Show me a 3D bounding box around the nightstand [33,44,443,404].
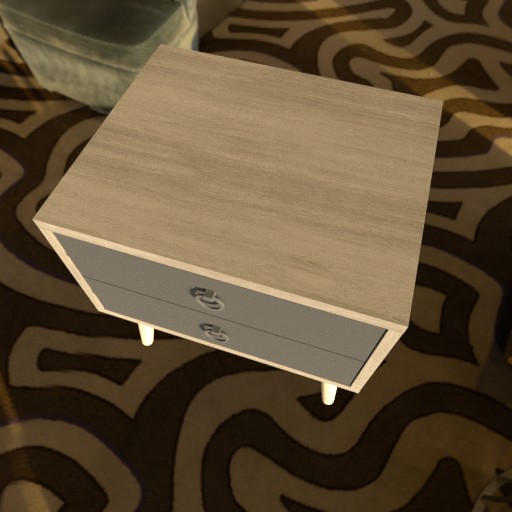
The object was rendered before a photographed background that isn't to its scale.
[{"bbox_3d":[0.000,0.000,0.801,0.450,0.500,0.380,15,60,9],"label":"nightstand"}]
